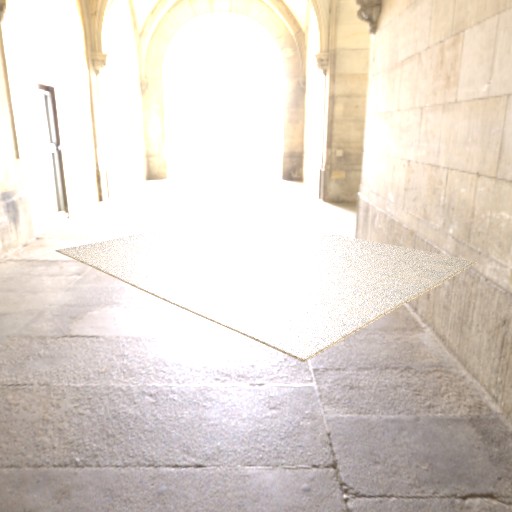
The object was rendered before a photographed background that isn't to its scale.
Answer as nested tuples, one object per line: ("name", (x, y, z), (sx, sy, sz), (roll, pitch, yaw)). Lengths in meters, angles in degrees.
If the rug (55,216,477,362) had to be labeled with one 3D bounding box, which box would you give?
("rug", (0.000, 0.000, 4.080), (3.061, 0.014, 2.447), (15, 22, 42))
